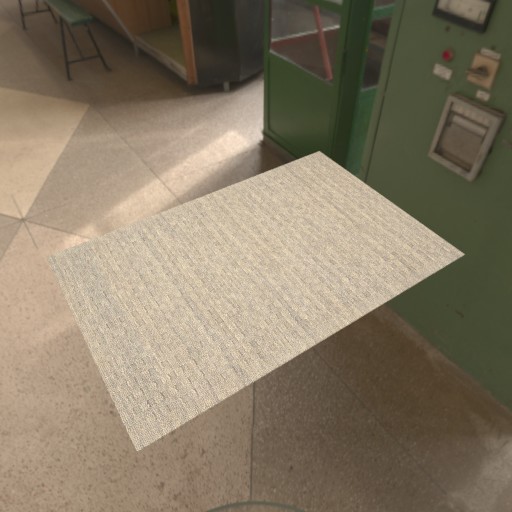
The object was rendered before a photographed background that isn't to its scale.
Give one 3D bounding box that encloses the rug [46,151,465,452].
[{"bbox_3d":[0.000,0.000,2.216,1.752,0.006,1.142,-25,50,-23],"label":"rug"}]
